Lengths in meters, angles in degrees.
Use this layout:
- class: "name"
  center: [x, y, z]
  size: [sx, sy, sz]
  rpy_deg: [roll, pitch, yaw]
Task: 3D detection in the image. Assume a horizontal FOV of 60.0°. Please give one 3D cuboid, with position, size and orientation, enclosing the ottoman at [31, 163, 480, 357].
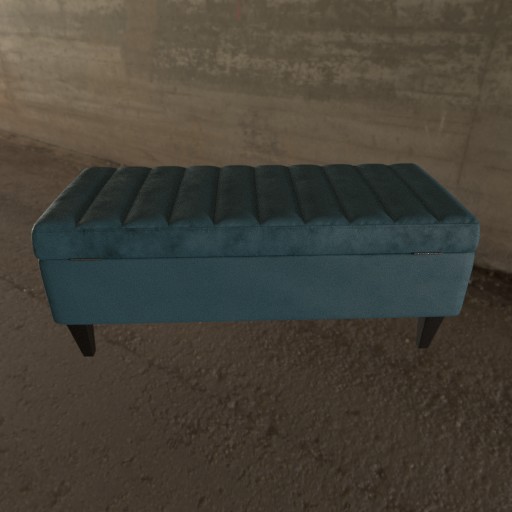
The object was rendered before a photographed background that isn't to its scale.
- class: "ottoman"
  center: [0.000, 0.000, 1.408]
  size: [1.151, 0.469, 0.482]
  rpy_deg: [-1, 30, -2]
